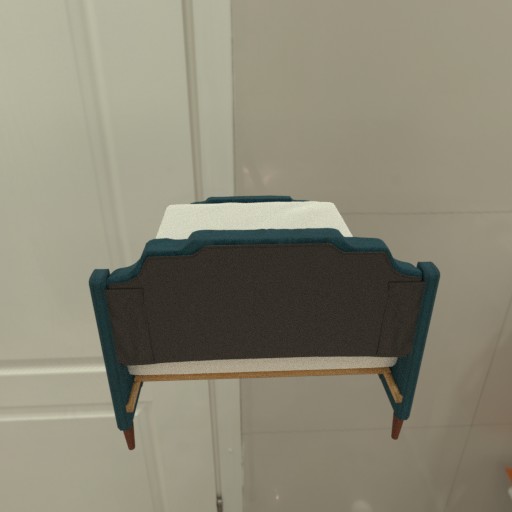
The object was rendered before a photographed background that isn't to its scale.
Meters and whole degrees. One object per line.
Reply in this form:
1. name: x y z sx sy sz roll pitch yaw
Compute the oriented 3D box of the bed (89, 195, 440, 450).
1. bed: 0.000 0.000 3.327 1.676 1.351 2.322 -1 27 -2
